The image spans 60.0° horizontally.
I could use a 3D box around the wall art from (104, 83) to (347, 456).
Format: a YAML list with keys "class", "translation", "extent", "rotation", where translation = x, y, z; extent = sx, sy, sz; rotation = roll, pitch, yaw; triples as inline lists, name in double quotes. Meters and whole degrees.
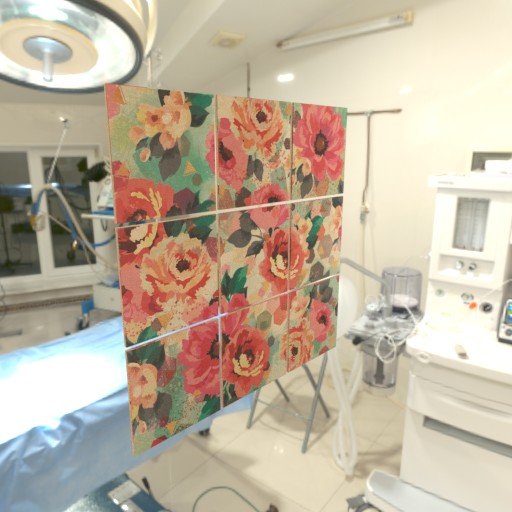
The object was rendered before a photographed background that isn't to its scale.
- class: "wall art"
  translation: [0.000, 0.000, 1.817]
  extent: [0.013, 1.220, 1.216]
  rotation: [13, 19, 43]
